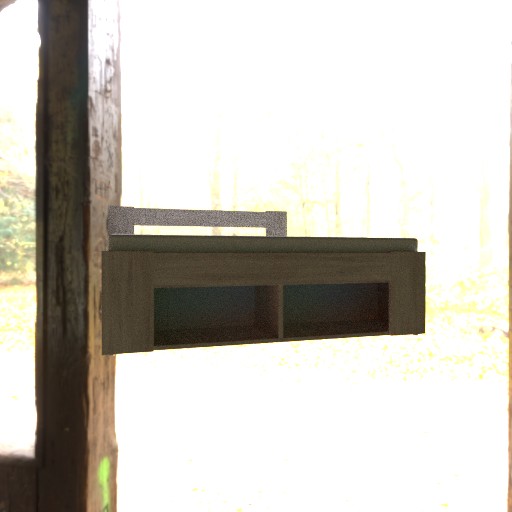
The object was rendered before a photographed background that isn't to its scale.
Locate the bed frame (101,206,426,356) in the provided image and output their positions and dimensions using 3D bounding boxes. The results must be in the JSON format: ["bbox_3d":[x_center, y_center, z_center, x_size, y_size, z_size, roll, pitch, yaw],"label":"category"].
[{"bbox_3d":[0.000,0.000,3.182,2.040,0.860,2.050,0,0,-18],"label":"bed frame"}]
